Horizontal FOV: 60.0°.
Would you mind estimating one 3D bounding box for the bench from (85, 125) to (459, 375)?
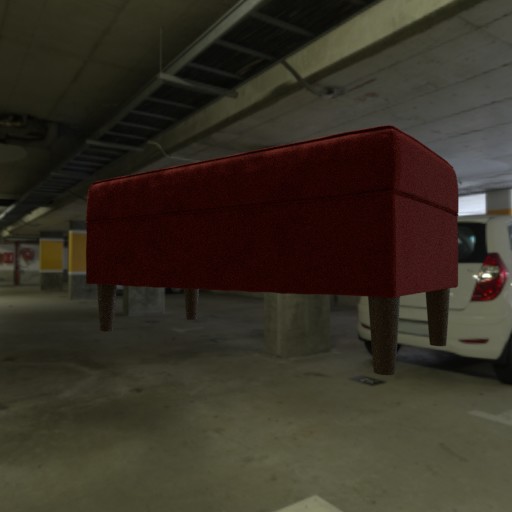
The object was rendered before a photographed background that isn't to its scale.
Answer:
[{"bbox_3d":[0.000,0.000,1.292,1.016,0.471,0.492,-1,-1,37],"label":"bench"}]
